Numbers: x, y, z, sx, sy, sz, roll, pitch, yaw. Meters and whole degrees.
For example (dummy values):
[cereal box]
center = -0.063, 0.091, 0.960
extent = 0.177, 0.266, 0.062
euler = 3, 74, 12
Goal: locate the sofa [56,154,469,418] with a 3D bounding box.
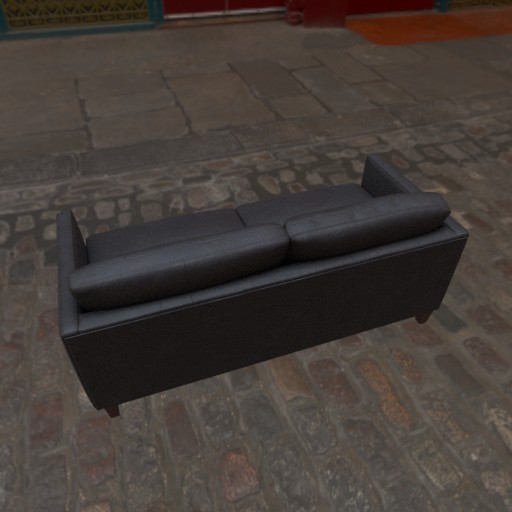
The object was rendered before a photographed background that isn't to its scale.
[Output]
[sofa]
center = 0.000, 0.000, 2.448
extent = 1.971, 0.863, 0.933
euler = -13, 42, -15
